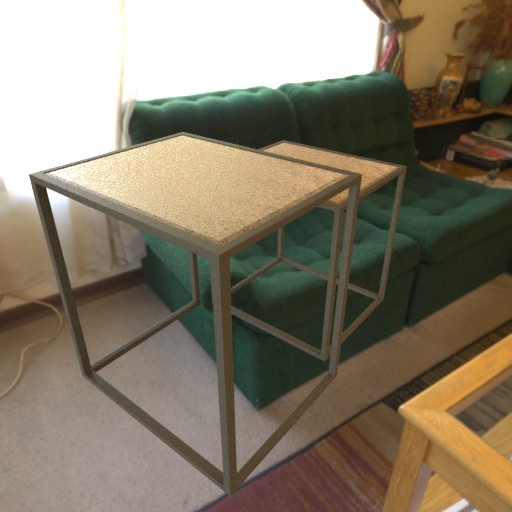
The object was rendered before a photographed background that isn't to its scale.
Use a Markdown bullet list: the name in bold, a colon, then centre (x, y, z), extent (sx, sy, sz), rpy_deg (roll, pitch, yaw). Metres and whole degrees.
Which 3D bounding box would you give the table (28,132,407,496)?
- **table**: centre (0.000, 0.000, 1.128), extent (0.508, 0.540, 0.788), rpy_deg (22, 37, 33)
